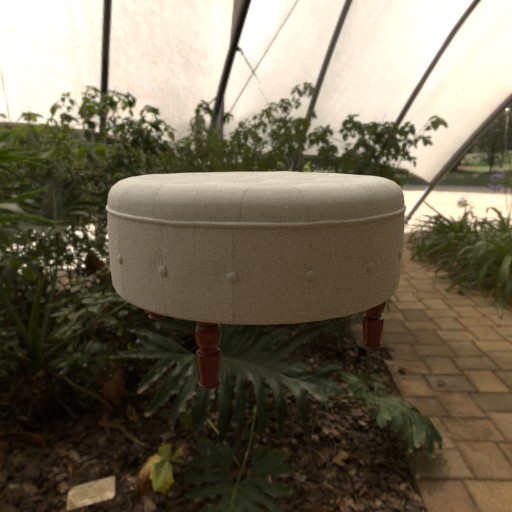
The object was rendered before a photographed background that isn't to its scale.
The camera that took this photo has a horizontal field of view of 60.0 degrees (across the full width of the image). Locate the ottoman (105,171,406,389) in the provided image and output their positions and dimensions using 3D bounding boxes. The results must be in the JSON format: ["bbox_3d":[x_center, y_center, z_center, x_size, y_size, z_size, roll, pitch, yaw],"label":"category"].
[{"bbox_3d":[0.000,0.000,1.355,0.850,0.483,0.850,0,13,0],"label":"ottoman"}]
